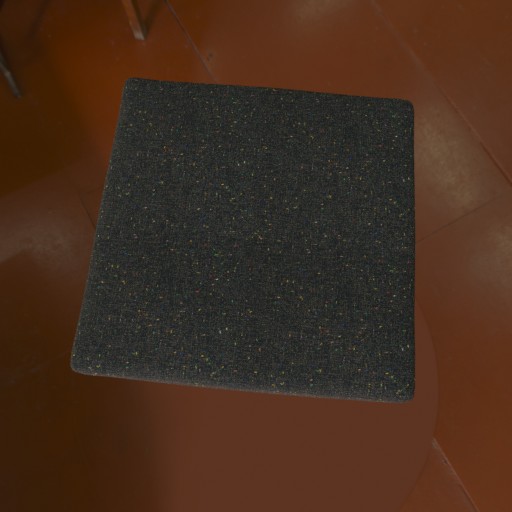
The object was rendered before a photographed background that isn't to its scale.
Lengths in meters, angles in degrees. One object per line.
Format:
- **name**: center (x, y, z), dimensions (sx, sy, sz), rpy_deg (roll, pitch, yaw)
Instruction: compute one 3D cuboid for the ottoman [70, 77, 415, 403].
- **ottoman**: center (0.000, 0.000, 0.882), dimensions (0.508, 0.432, 0.508), rpy_deg (5, 76, 1)
